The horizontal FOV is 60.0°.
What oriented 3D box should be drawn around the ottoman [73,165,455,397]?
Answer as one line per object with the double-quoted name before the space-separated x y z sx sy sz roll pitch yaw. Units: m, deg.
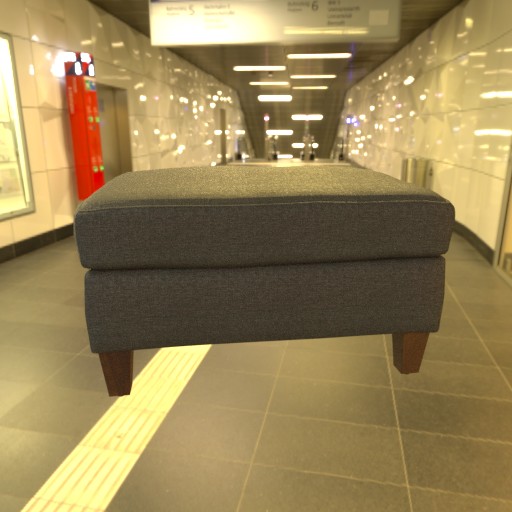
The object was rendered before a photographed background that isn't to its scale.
"ottoman" 0.000 0.000 1.254 0.826 0.496 0.639 -2 16 -8
